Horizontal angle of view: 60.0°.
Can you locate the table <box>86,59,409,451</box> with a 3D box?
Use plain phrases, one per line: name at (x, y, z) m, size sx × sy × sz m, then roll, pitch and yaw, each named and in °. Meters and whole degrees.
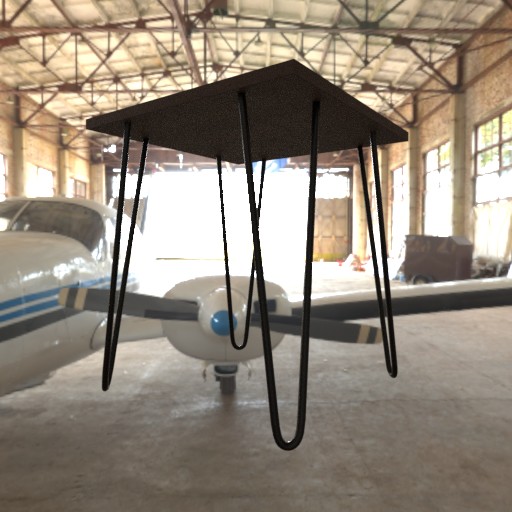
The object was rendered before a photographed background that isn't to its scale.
table at (0.000, 0.000, 0.960) m, size 0.495 × 0.559 × 0.495 m, roll 1°, pitch 2°, yaw 36°
